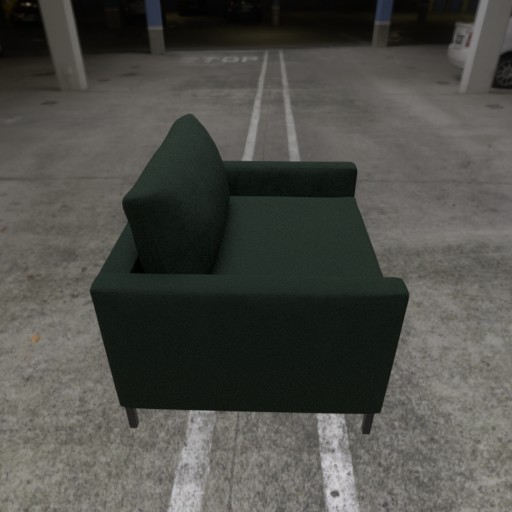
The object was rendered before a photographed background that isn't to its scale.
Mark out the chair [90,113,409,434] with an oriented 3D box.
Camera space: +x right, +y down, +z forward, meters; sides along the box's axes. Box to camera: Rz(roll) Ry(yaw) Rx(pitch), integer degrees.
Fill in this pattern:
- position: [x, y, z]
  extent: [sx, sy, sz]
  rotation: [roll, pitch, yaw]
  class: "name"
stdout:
- position: [0.000, 0.000, 1.646]
  extent: [0.866, 0.861, 0.963]
  rotation: [1, 33, 2]
  class: "chair"
